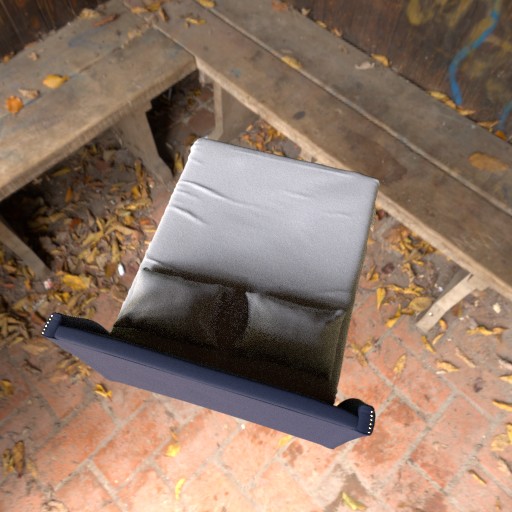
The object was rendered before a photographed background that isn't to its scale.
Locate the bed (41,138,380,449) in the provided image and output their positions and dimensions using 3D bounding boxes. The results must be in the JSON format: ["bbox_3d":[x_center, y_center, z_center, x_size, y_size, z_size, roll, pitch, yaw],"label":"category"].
[{"bbox_3d":[0.000,0.000,3.441,1.925,1.332,2.276,15,65,7],"label":"bed"}]
